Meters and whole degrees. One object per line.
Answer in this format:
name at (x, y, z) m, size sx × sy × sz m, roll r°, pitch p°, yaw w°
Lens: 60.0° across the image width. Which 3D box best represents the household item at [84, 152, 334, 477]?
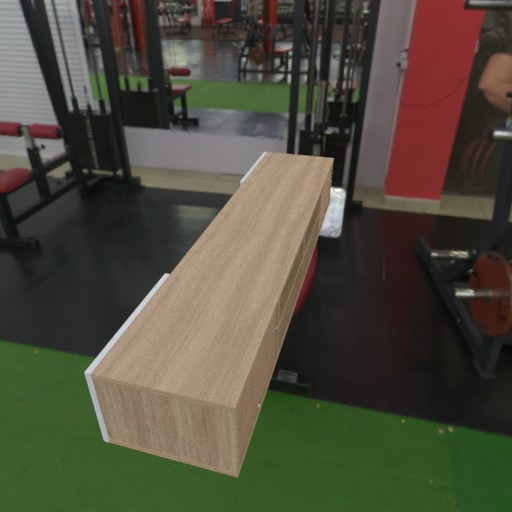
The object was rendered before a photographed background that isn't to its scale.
household item at (0.000, 0.000, 1.961) m, size 0.420 × 0.310 × 1.850 m, roll 9°, pitch 33°, yaw 13°
